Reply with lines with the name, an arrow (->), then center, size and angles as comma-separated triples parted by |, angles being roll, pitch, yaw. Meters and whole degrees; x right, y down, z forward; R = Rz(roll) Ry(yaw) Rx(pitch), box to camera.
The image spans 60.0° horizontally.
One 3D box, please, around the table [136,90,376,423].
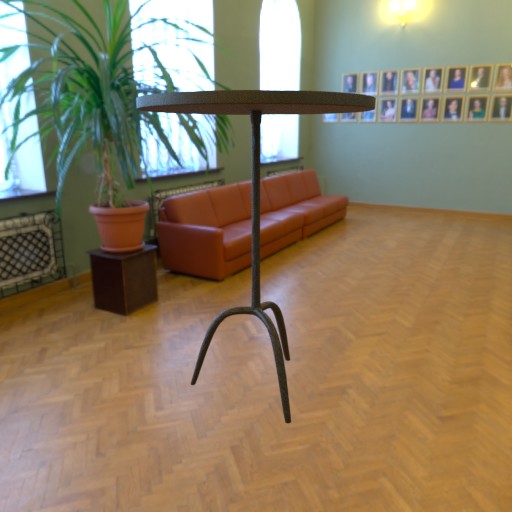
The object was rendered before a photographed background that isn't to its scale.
table -> 0.000, 0.000, 1.054 | 0.502, 0.700, 0.502 | 8, 18, 27
